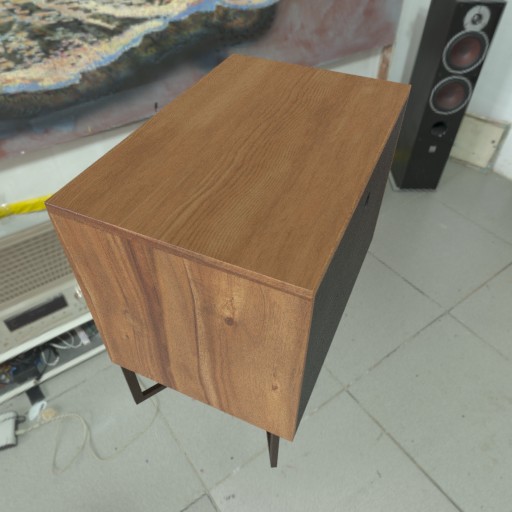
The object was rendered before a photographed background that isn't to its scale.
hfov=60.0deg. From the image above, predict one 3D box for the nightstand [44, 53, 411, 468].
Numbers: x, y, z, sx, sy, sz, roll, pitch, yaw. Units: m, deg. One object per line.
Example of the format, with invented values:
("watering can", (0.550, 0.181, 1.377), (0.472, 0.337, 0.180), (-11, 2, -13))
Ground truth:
("nightstand", (0.000, 0.000, 0.995), (0.427, 0.615, 0.613), (18, 48, 17))
